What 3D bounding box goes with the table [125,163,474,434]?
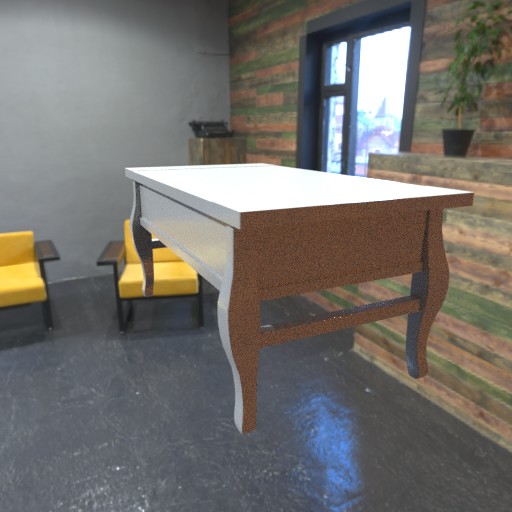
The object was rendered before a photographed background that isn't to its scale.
[{"bbox_3d":[0.000,0.000,1.407,0.600,0.495,1.062,-8,17,-25],"label":"table"}]
